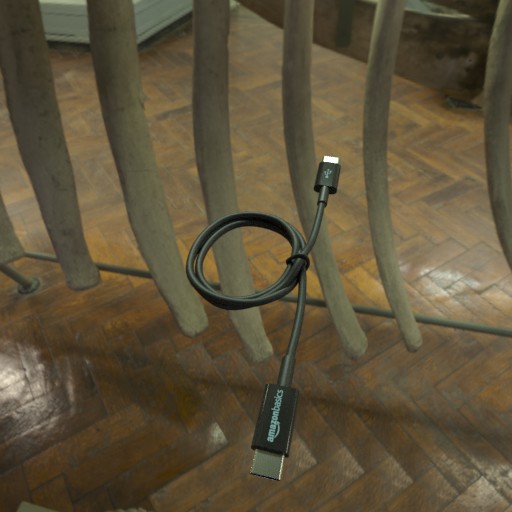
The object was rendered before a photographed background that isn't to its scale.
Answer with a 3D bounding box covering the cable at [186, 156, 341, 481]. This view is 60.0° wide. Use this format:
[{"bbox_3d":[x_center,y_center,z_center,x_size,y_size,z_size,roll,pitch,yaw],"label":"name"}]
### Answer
[{"bbox_3d":[0.000,0.000,0.227,0.070,0.014,0.203,9,47,9],"label":"cable"}]
